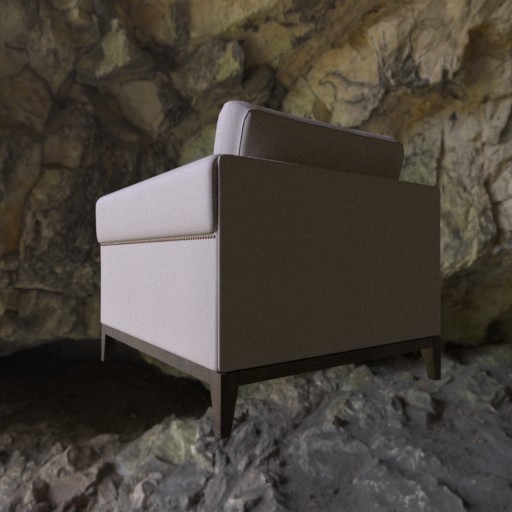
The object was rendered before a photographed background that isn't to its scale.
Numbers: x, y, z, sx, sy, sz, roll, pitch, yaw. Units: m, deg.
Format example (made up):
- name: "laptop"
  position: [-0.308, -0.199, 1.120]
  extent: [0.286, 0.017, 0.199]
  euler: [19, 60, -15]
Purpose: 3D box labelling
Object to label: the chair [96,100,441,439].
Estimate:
- name: "chair"
  position: [0.000, 0.000, 1.651]
  extent: [0.914, 0.838, 0.959]
  euler: [0, 0, -35]
